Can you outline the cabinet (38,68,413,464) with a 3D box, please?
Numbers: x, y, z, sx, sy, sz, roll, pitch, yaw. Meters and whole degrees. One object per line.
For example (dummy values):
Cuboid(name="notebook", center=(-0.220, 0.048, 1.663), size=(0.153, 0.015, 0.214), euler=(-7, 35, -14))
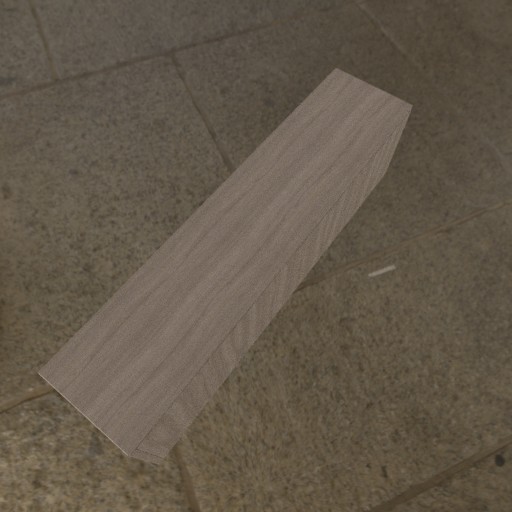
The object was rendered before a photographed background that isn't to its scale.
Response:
Cuboid(name="cabinet", center=(0.000, 0.000, 2.430), size=(0.499, 0.779, 2.198), euler=(34, 67, 16))
